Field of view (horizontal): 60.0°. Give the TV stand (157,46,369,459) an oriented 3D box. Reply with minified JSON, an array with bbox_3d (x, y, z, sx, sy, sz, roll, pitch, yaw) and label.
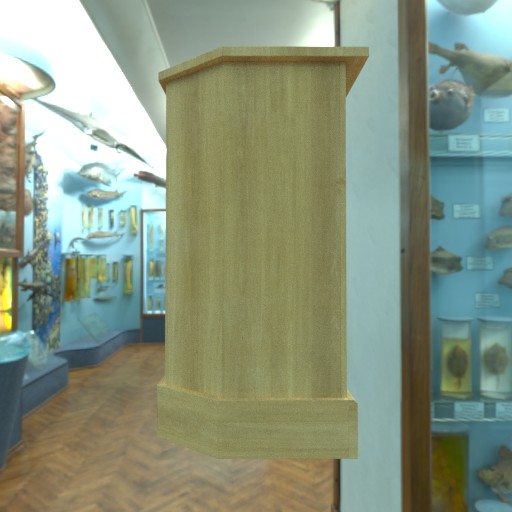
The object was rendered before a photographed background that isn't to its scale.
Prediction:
[{"bbox_3d":[0.000,0.000,1.260,0.425,0.781,0.851,0,-1,0],"label":"TV stand"}]
